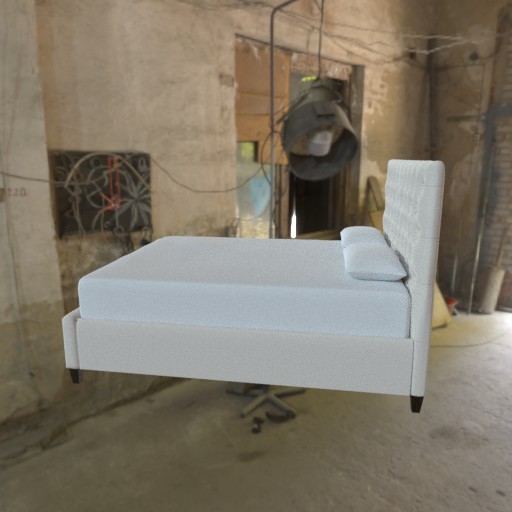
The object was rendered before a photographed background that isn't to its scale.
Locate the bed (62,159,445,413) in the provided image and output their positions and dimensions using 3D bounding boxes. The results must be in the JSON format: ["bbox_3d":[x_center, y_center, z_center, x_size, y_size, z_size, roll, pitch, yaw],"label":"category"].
[{"bbox_3d":[0.000,0.000,3.360,2.233,1.426,1.696,2,13,9],"label":"bed"}]
